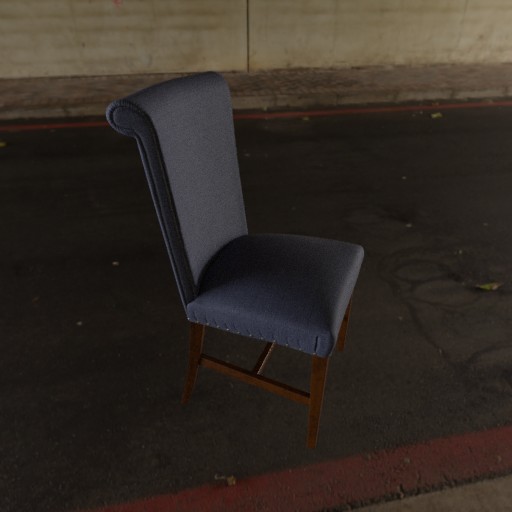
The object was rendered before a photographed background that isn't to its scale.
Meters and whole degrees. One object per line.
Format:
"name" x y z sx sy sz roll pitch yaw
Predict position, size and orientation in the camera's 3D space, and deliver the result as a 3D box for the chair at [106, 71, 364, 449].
"chair" 0.000 0.000 1.376 0.608 0.988 0.513 11 32 17
